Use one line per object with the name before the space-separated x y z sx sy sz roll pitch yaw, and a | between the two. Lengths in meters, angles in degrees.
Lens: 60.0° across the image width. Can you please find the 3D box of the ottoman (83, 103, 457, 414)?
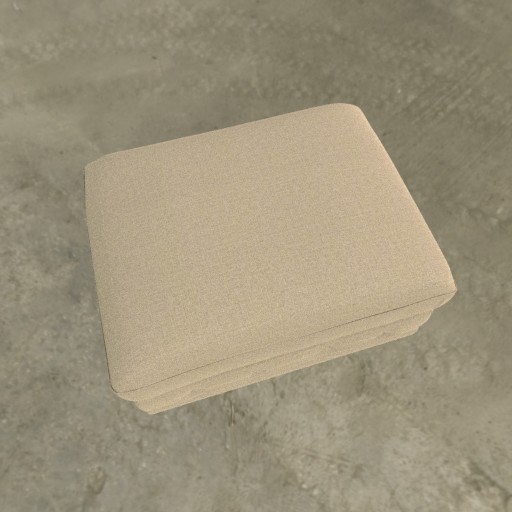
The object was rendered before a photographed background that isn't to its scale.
ottoman | 0.000 0.000 1.053 0.684 0.463 0.541 -14 63 -7
